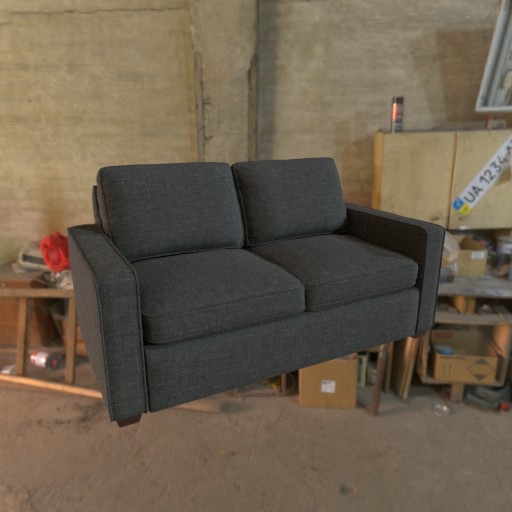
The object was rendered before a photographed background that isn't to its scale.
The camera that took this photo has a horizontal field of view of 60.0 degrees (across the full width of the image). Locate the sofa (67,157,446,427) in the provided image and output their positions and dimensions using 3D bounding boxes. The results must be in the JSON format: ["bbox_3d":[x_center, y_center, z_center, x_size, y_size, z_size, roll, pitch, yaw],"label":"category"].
[{"bbox_3d":[0.000,0.000,2.266,1.709,0.918,0.947,-9,19,-27],"label":"sofa"}]
